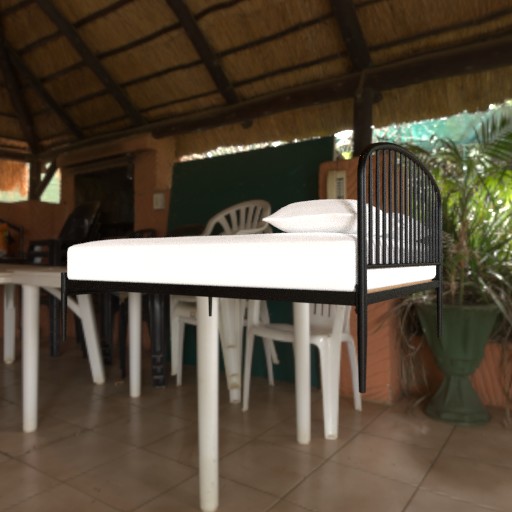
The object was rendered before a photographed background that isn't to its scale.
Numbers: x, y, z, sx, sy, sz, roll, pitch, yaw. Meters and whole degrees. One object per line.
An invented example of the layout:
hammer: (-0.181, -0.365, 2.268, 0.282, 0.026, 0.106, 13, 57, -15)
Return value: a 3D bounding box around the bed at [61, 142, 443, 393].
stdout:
bed: (0.000, 0.000, 3.112, 2.159, 1.166, 1.618, 0, 0, 34)
